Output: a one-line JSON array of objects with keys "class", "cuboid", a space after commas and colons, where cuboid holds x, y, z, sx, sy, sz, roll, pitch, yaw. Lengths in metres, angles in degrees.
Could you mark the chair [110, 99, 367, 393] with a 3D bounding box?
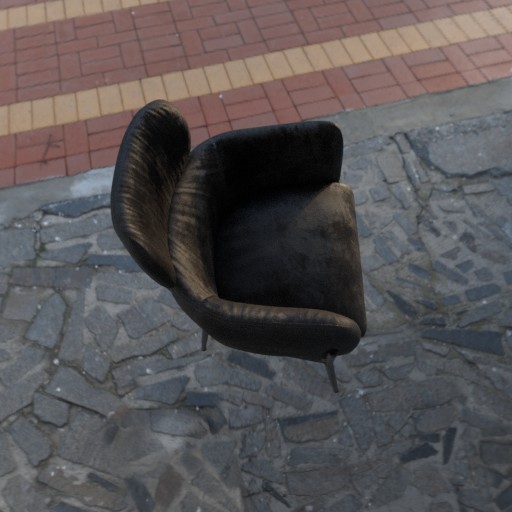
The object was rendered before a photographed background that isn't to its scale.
[{"class": "chair", "cuboid": [0.000, 0.000, 1.289, 0.604, 0.818, 0.640, 1, 63, 1]}]
